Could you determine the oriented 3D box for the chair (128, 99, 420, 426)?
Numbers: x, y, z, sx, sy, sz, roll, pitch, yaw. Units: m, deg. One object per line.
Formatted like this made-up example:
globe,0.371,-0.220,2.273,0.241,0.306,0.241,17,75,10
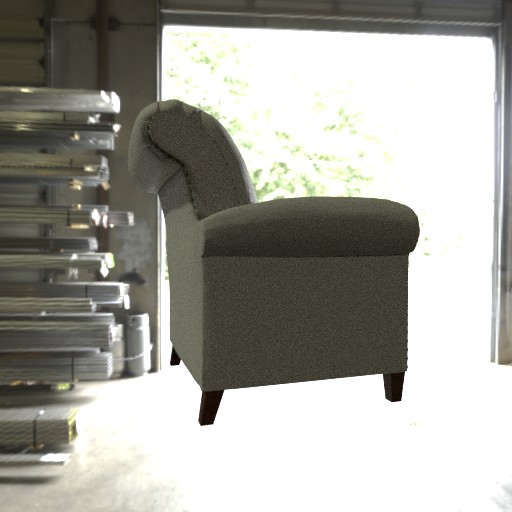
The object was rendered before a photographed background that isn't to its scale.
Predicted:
chair,0.000,0.000,1.626,0.890,0.927,0.854,0,1,-18
